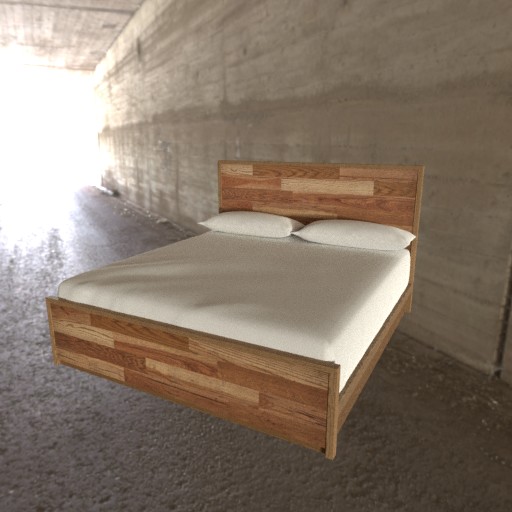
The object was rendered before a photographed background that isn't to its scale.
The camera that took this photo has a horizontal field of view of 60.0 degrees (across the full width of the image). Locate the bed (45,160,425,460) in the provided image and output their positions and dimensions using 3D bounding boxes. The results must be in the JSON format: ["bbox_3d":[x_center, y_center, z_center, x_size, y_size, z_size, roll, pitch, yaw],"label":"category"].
[{"bbox_3d":[0.000,0.000,3.379,2.013,1.295,2.184,8,17,27],"label":"bed"}]
